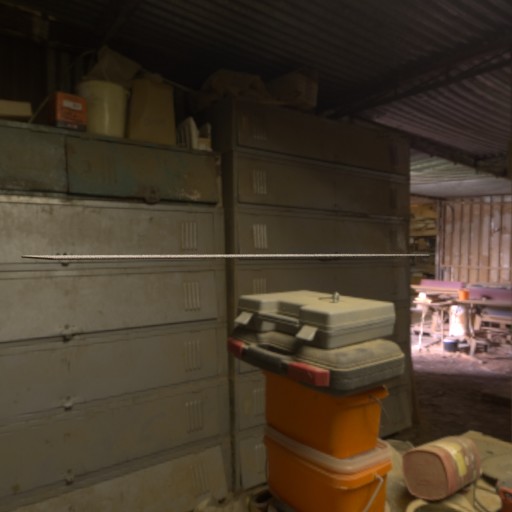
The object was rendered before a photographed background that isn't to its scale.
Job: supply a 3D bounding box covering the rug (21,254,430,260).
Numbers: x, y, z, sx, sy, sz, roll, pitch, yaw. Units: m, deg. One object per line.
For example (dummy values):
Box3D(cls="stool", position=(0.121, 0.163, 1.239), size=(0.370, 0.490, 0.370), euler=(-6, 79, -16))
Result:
Box3D(cls="rug", position=(0.000, 0.000, 2.694), size=(2.448, 0.012, 0.769), euler=(0, 1, -35))
